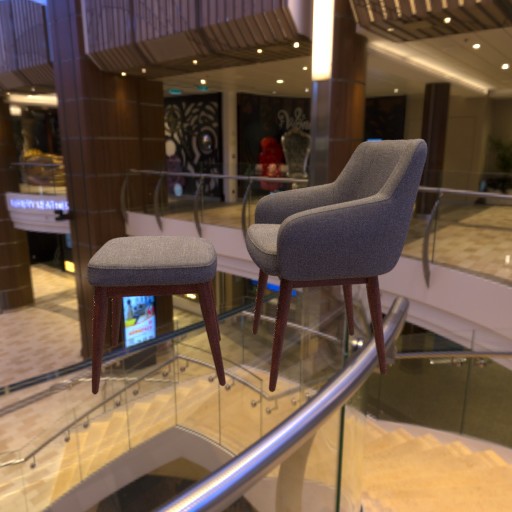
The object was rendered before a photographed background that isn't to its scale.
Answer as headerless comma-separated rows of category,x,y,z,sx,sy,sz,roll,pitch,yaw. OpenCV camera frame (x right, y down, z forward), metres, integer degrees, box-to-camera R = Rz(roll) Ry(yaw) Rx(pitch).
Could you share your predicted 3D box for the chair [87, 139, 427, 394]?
chair,0.000,0.000,1.568,1.107,0.799,0.584,-2,14,-7
